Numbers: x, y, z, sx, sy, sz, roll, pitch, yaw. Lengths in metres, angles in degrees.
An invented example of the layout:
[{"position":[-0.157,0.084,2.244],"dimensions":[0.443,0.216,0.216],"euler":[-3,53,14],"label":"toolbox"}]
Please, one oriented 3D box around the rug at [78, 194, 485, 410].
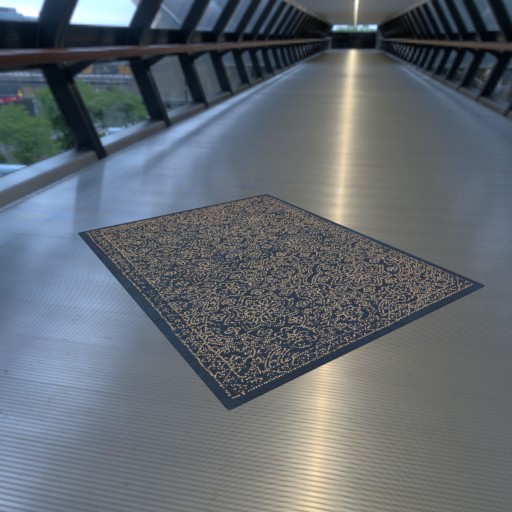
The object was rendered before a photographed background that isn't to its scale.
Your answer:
[{"position":[0.000,0.000,4.115],"dimensions":[2.438,0.010,3.048],"euler":[-16,29,-31],"label":"rug"}]
